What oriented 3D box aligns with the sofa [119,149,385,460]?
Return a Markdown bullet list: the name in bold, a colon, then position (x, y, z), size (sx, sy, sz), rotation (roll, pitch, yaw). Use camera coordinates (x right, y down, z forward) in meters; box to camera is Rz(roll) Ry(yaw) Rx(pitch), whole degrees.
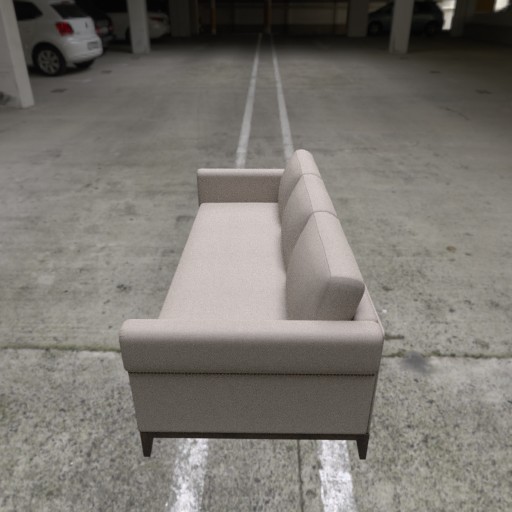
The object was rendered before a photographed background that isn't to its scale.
- **sofa**: position (0.000, 0.000, 2.657), size (0.959, 0.838, 2.210), rotation (0, 26, 1)
